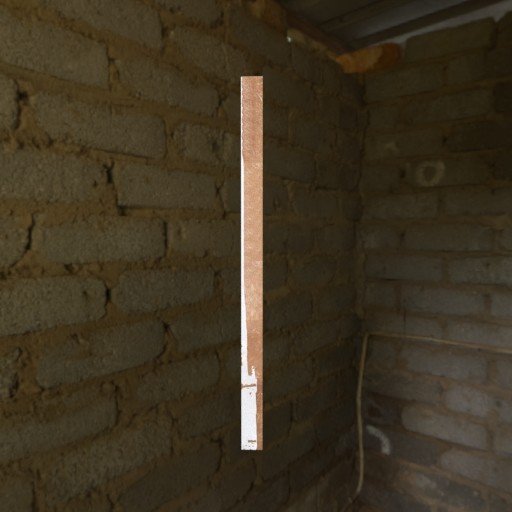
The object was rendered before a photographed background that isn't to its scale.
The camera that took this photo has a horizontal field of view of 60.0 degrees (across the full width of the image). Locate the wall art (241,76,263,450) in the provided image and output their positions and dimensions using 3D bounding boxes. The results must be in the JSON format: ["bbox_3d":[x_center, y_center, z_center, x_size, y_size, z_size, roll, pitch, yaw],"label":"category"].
[{"bbox_3d":[0.000,0.000,1.178,0.035,0.609,0.914,0,2,1],"label":"wall art"}]
